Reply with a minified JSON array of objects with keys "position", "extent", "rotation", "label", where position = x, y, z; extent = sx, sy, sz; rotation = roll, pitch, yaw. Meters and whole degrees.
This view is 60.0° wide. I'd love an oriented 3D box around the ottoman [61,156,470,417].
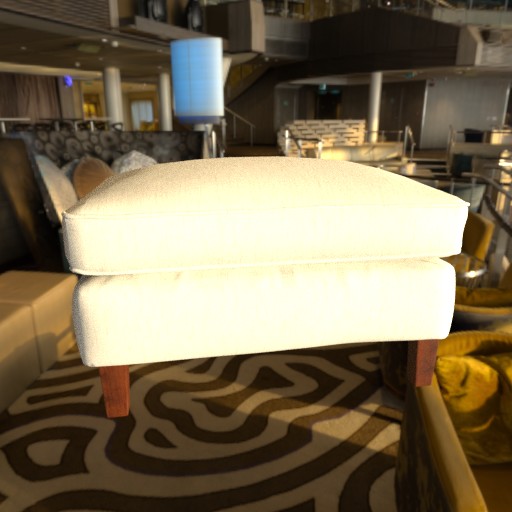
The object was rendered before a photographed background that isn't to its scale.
[{"position":[0.000,0.000,0.935],"extent":[0.665,0.406,0.501],"rotation":[-3,17,-9],"label":"ottoman"}]
